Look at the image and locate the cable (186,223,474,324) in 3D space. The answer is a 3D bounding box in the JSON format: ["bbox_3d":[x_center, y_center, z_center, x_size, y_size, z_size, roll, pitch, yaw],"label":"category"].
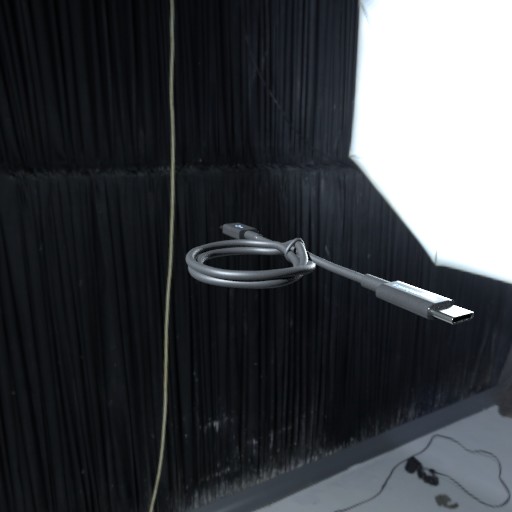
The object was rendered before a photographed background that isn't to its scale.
[{"bbox_3d":[0.000,0.000,0.217,0.070,0.014,0.192,-7,16,-27],"label":"cable"}]
